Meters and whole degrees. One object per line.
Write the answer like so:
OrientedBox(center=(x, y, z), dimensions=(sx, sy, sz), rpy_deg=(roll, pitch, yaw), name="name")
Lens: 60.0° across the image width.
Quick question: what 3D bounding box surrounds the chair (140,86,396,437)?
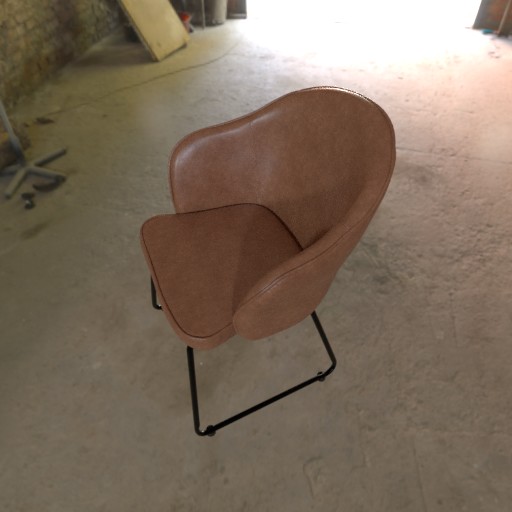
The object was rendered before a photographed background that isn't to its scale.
OrientedBox(center=(0.000, 0.000, 1.210), dimensions=(0.580, 0.785, 0.582), rpy_deg=(-18, 48, -17), name="chair")
